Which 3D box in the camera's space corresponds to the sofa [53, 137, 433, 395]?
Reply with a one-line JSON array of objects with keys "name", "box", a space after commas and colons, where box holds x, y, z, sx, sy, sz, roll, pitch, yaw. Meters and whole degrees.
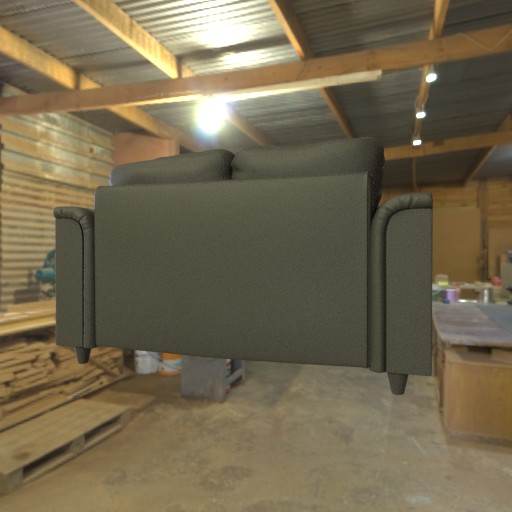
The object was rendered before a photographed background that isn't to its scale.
[{"name": "sofa", "box": [0.000, 0.000, 1.934, 1.386, 0.845, 0.887, 0, 1, 18]}]
